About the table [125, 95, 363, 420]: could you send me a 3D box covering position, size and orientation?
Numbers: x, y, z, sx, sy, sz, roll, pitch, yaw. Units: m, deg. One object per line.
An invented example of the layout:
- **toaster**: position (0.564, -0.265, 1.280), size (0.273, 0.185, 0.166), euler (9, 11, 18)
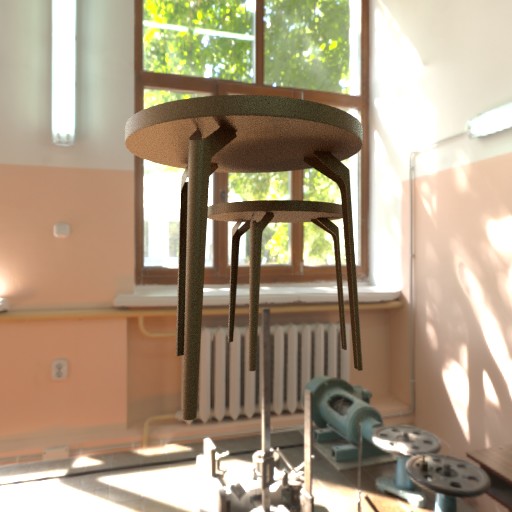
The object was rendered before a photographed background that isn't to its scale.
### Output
- **table**: position (0.000, 0.000, 1.106), size (0.532, 0.555, 0.751), euler (0, 0, 18)
